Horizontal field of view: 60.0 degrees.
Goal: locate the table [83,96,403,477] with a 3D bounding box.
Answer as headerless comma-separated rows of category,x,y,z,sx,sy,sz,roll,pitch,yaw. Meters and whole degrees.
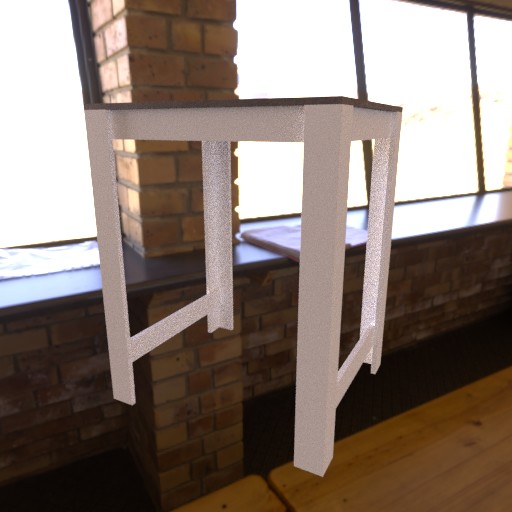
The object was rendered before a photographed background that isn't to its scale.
table,0.000,0.000,1.587,0.800,1.020,0.700,9,18,27
